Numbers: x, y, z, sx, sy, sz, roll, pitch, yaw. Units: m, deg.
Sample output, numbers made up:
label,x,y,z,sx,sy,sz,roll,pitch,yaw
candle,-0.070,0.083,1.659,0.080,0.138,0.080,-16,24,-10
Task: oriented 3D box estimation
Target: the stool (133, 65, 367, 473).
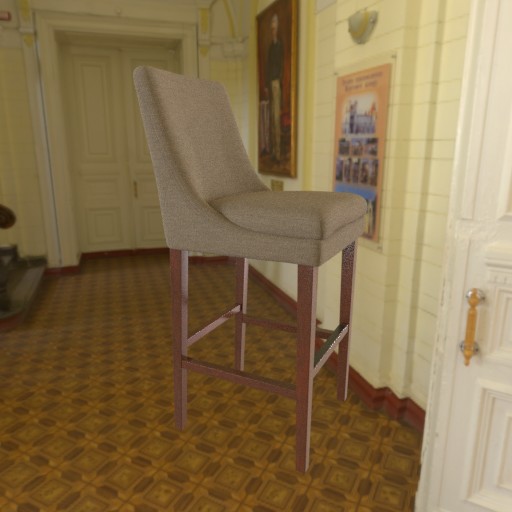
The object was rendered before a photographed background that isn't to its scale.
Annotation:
label,x,y,z,sx,sy,sz,roll,pitch,yaw
stool,0.000,0.000,1.371,0.577,1.078,0.470,7,16,26
